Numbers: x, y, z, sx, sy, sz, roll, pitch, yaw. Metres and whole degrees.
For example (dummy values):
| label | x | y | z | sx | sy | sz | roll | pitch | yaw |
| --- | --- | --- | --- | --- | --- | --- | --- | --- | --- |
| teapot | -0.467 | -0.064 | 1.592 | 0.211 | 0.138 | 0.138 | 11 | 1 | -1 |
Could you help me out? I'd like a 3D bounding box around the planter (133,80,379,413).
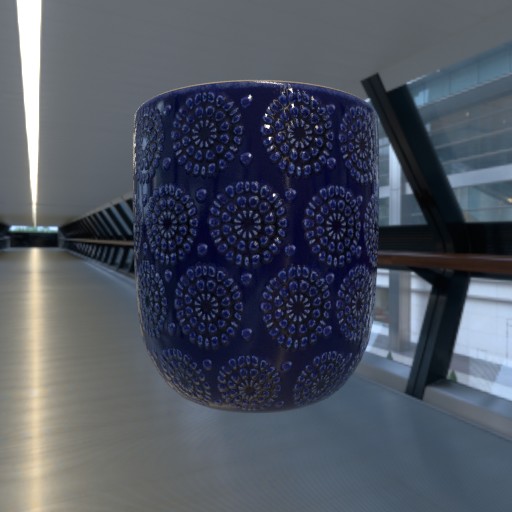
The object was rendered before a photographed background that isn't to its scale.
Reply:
| label | x | y | z | sx | sy | sz | roll | pitch | yaw |
| --- | --- | --- | --- | --- | --- | --- | --- | --- | --- |
| planter | 0.000 | 0.000 | 0.345 | 0.184 | 0.206 | 0.184 | 0 | 1 | 0 |
